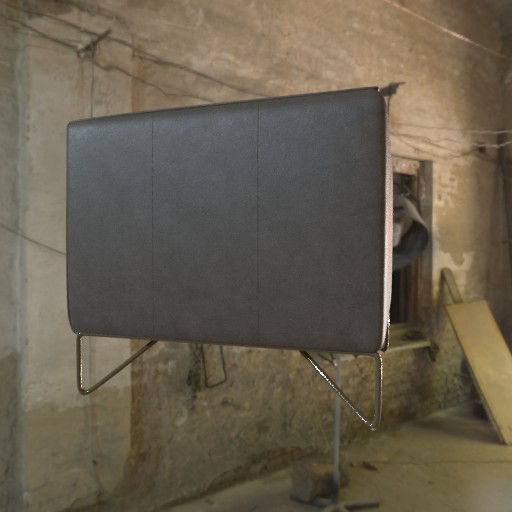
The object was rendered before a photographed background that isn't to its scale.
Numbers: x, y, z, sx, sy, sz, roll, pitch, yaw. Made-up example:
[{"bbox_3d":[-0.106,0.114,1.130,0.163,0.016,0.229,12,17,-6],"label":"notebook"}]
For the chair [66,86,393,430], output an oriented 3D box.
[{"bbox_3d":[0.000,0.000,1.530,0.894,0.790,0.880,0,1,18],"label":"chair"}]
